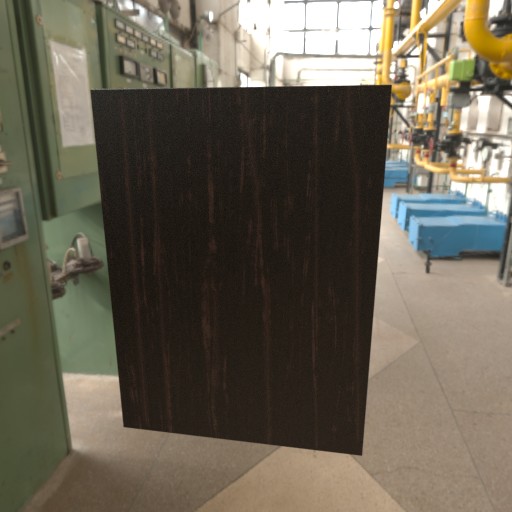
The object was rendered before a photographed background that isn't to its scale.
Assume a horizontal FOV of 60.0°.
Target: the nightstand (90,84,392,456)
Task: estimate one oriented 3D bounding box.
[{"bbox_3d":[0.000,0.000,0.821,0.400,0.559,0.356,3,17,10],"label":"nightstand"}]
